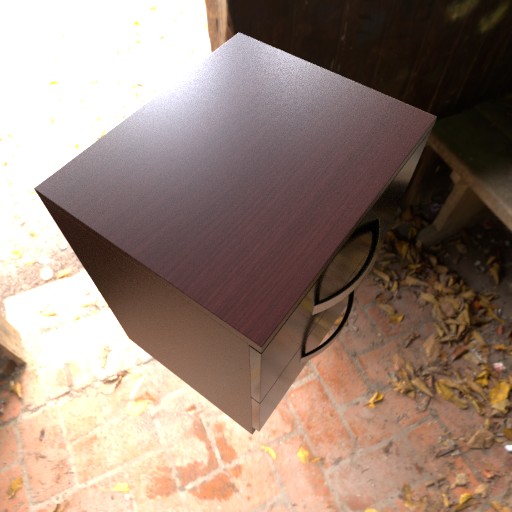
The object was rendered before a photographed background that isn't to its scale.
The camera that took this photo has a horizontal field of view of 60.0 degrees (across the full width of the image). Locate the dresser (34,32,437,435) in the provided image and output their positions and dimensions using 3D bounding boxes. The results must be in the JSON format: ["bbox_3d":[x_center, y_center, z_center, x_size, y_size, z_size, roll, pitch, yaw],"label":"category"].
[{"bbox_3d":[0.000,0.000,0.752,0.360,0.470,0.400,32,63,19],"label":"dresser"}]
